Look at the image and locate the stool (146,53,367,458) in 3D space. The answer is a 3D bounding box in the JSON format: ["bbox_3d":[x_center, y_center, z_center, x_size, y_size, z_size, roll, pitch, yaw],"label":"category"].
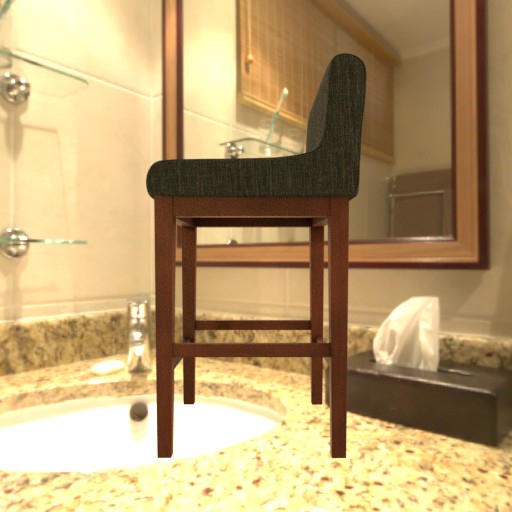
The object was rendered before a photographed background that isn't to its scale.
[{"bbox_3d":[0.000,0.000,1.090,0.459,0.835,0.395,0,0,0],"label":"stool"}]
